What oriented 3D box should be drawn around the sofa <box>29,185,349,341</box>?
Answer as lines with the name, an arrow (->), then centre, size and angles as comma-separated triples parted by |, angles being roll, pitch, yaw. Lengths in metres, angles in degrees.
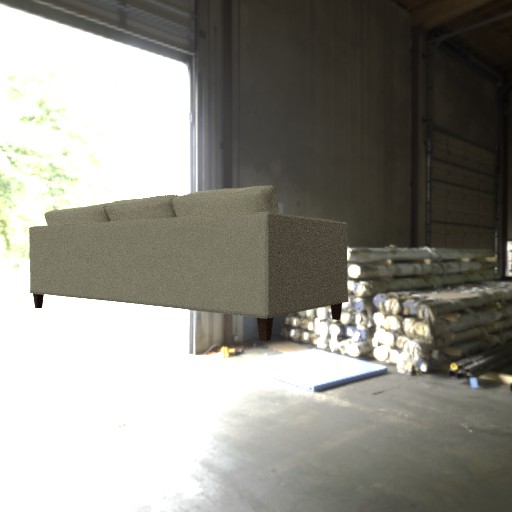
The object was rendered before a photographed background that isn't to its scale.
sofa -> 0.000, 0.000, 4.285 | 2.432, 0.863, 3.182 | 0, 1, 35
